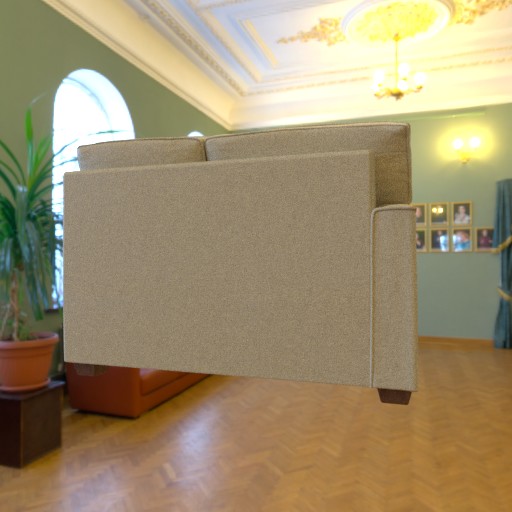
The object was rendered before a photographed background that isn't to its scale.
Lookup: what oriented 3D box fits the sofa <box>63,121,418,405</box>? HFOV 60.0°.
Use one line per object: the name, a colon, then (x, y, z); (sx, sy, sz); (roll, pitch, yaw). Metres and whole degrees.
sofa: (0.000, 0.000, 2.056); (1.388, 0.989, 0.991); (0, -1, 17)
